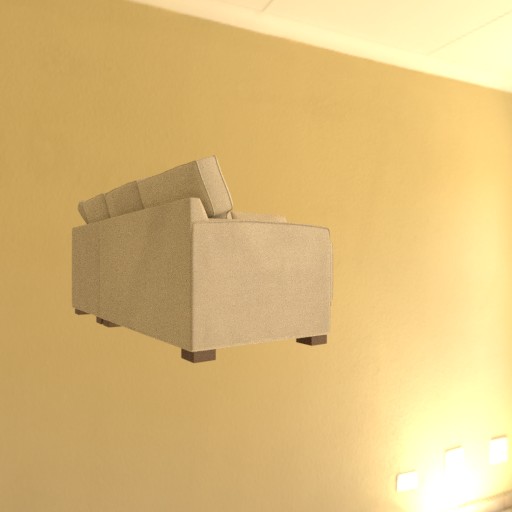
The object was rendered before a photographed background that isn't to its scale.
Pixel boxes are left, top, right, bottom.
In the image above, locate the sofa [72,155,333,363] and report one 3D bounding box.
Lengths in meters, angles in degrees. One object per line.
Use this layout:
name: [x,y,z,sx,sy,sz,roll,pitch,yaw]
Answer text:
sofa: [0.000,0.000,3.380,2.189,0.939,2.182,0,-1,-35]
